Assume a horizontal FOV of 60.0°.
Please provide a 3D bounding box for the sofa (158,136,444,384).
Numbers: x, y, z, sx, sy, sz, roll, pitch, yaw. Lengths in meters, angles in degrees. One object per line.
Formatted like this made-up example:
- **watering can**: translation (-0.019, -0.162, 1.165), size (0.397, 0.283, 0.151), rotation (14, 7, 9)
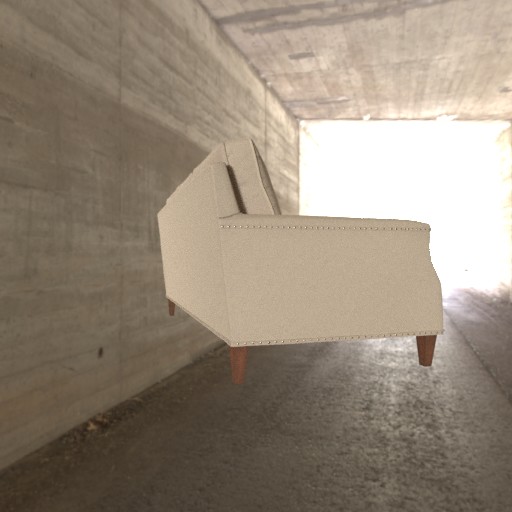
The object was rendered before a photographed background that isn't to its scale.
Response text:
- **sofa**: translation (0.000, 0.000, 2.876), size (1.084, 1.003, 2.246), rotation (0, 0, -18)
